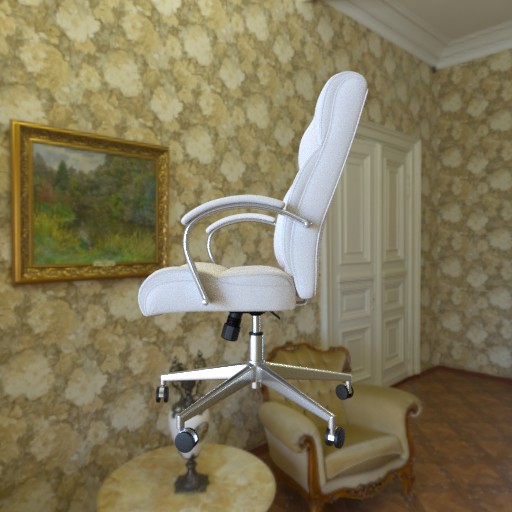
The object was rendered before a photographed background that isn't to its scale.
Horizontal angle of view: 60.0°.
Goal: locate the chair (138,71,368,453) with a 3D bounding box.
[{"bbox_3d":[0.000,0.000,1.590,0.745,1.099,0.727,0,1,0],"label":"chair"}]
